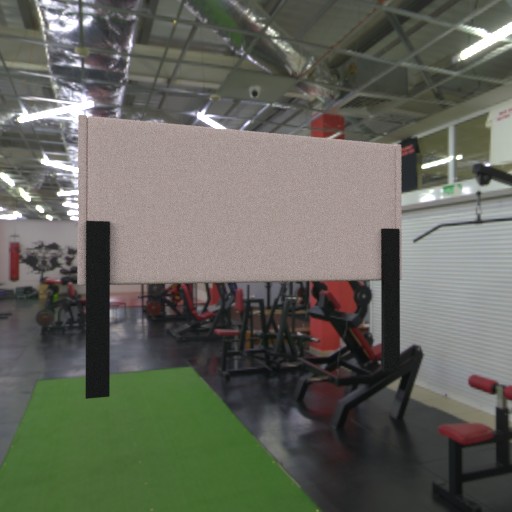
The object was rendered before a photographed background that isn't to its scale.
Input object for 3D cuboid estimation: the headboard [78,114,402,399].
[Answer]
[{"bbox_3d":[0.000,0.000,2.748,2.051,1.524,0.184,0,-1,-18],"label":"headboard"}]
